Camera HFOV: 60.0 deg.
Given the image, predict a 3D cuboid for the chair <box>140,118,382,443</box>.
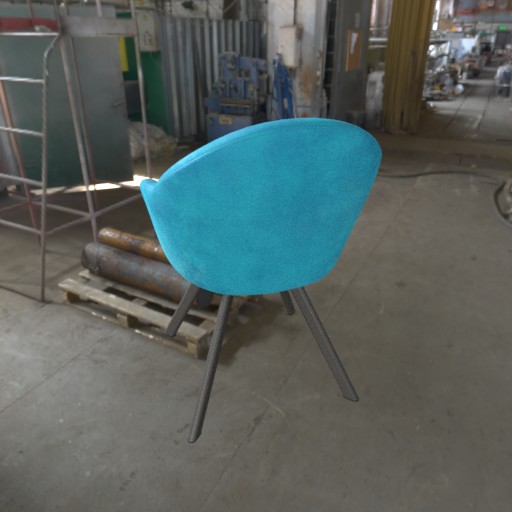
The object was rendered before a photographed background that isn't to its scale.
[{"bbox_3d":[0.000,0.000,1.190,0.550,0.795,0.590,-8,27,-16],"label":"chair"}]
